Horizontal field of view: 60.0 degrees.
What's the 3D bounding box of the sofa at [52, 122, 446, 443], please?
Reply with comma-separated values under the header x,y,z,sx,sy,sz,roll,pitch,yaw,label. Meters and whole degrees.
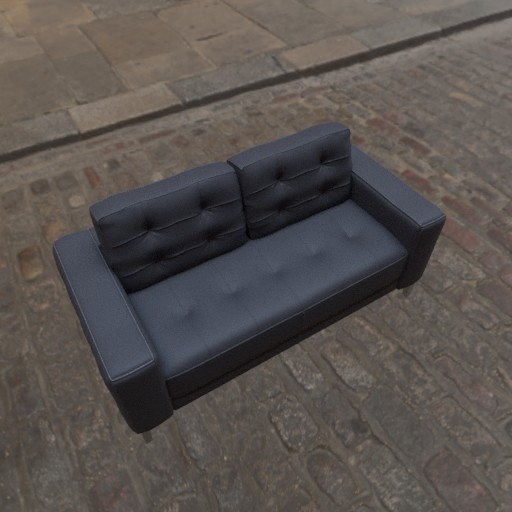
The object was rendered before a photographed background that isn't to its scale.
x,y,z,sx,sy,sz,roll,pitch,yaw,label
0.000,0.000,2.213,1.726,0.893,0.833,-24,52,-21,sofa
